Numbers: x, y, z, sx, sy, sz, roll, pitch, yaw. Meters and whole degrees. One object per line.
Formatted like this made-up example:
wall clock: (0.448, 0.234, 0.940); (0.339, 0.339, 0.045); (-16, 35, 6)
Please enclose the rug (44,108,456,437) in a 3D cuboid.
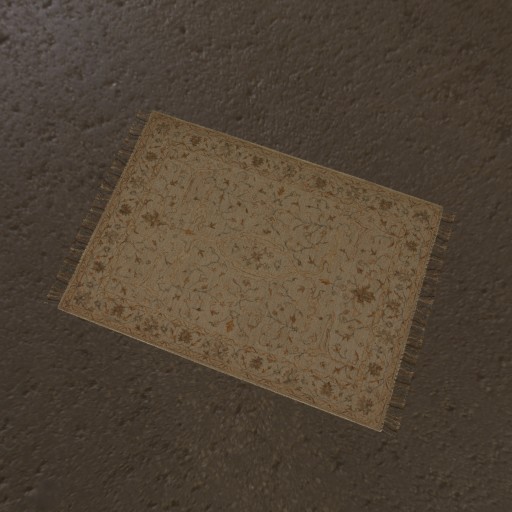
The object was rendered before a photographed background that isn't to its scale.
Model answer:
rug: (0.000, 0.000, 2.318); (1.861, 0.017, 1.218); (20, 76, 5)
